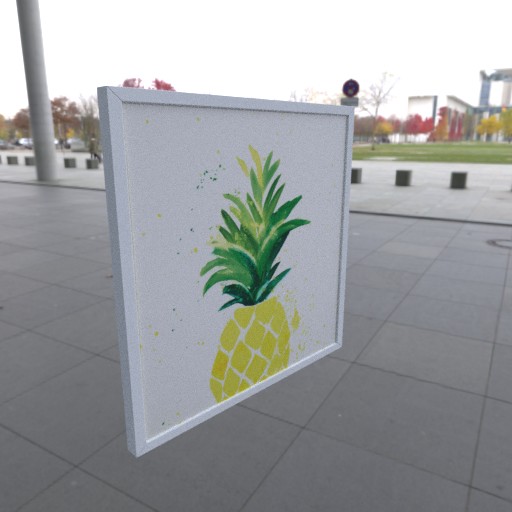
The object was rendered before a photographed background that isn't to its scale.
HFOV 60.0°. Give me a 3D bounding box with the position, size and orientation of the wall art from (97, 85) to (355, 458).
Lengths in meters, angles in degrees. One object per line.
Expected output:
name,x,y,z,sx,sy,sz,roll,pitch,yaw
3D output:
wall art,0.000,0.000,1.138,0.763,0.761,0.038,-14,20,-42
